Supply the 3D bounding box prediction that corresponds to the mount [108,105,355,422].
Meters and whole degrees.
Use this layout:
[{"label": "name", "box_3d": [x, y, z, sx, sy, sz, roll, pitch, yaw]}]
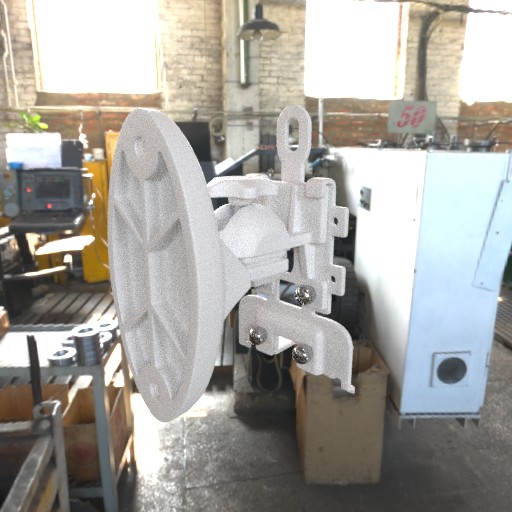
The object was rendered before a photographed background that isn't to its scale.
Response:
[{"label": "mount", "box_3d": [0.000, 0.000, 0.178, 0.066, 0.118, 0.100, 13, 19, 43]}]
